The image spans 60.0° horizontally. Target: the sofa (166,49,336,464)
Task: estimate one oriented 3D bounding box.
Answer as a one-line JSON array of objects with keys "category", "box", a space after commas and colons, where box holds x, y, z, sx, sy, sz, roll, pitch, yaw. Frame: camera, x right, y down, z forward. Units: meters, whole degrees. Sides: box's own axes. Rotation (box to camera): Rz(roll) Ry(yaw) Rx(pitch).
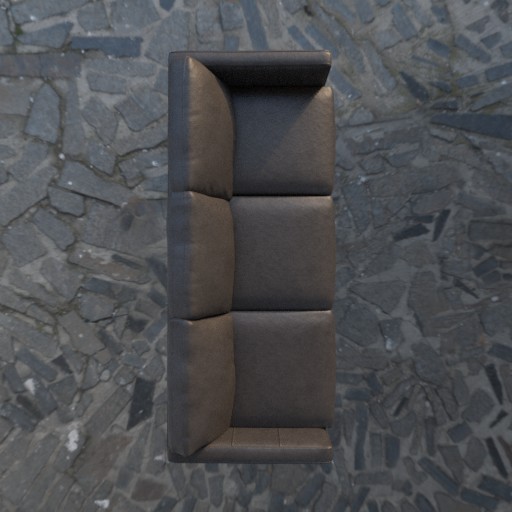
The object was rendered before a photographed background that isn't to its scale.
[{"category": "sofa", "box": [0.000, 0.000, 2.926, 1.045, 1.006, 2.464, 0, 89, 1]}]
